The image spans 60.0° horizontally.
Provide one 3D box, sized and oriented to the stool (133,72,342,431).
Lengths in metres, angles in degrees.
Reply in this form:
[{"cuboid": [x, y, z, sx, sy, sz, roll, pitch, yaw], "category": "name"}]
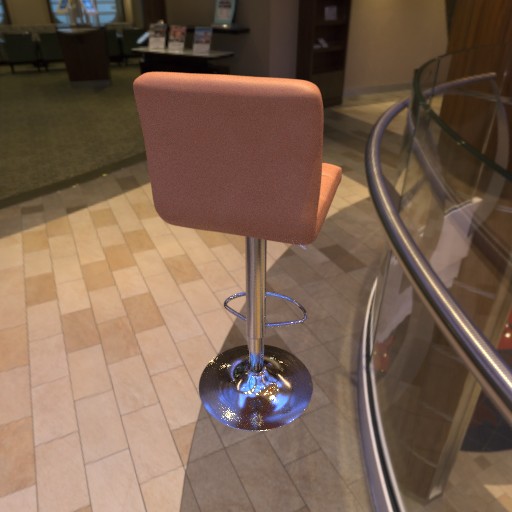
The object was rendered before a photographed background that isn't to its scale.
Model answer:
[{"cuboid": [0.000, 0.000, 1.376, 0.430, 1.115, 0.505, 9, 32, 16], "category": "stool"}]
